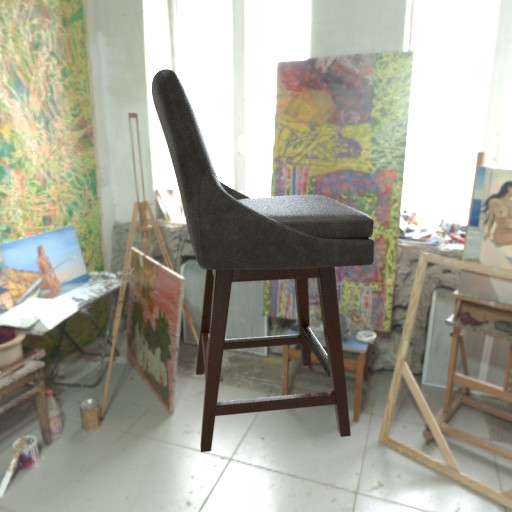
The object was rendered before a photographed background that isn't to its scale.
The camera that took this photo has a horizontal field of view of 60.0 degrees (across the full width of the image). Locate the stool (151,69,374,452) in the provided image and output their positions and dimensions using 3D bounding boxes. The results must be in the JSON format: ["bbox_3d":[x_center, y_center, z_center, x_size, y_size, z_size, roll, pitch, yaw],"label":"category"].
[{"bbox_3d":[0.000,0.000,1.408,0.587,1.046,0.492,-2,16,-9],"label":"stool"}]
